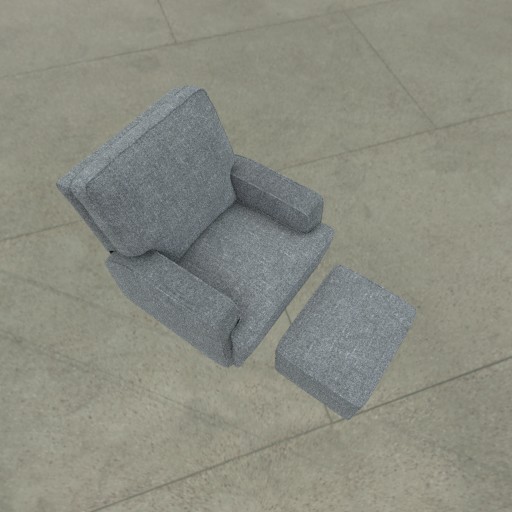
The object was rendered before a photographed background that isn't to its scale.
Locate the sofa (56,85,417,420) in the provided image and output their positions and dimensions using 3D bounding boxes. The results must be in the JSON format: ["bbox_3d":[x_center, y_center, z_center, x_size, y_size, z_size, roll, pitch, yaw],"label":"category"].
[{"bbox_3d":[0.000,0.000,2.027,1.472,0.959,0.861,32,64,18],"label":"sofa"}]
